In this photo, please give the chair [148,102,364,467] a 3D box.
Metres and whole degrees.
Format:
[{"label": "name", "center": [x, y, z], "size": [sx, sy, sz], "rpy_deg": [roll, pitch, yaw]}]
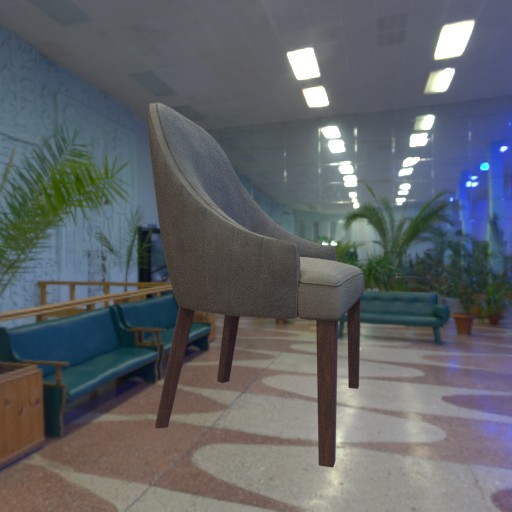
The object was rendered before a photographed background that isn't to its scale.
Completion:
[{"label": "chair", "center": [0.000, 0.000, 1.301], "size": [0.575, 0.889, 0.643], "rpy_deg": [0, 0, 18]}]
